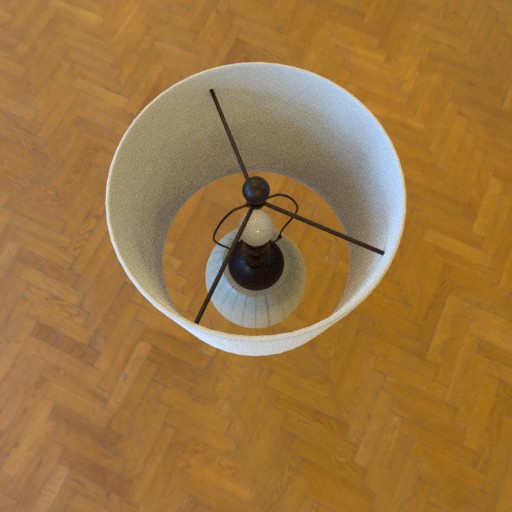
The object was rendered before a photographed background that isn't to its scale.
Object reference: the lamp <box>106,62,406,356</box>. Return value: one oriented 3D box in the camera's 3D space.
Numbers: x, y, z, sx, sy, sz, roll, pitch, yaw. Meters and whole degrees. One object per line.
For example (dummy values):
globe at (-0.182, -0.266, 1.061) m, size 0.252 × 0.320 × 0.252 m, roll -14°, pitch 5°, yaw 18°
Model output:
lamp at (0.000, 0.000, 0.745) m, size 0.329 × 0.570 × 0.329 m, roll -20°, pitch 76°, yaw -5°
